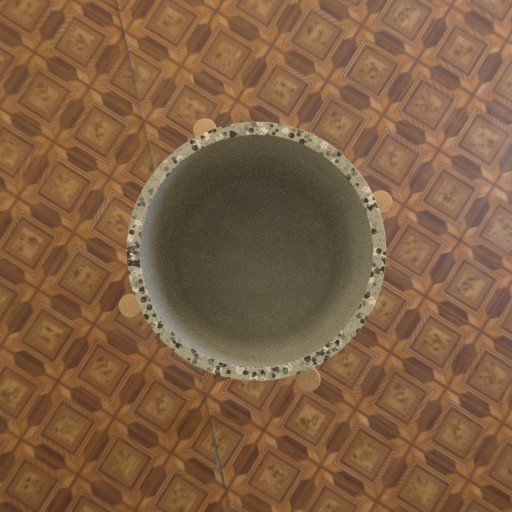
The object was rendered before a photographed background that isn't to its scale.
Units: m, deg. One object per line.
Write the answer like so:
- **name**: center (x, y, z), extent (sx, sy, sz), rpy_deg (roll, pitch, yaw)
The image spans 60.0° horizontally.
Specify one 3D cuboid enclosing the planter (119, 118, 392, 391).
- **planter**: center (0.000, 0.000, 0.538), extent (0.284, 0.320, 0.284), rpy_deg (0, 88, 0)
